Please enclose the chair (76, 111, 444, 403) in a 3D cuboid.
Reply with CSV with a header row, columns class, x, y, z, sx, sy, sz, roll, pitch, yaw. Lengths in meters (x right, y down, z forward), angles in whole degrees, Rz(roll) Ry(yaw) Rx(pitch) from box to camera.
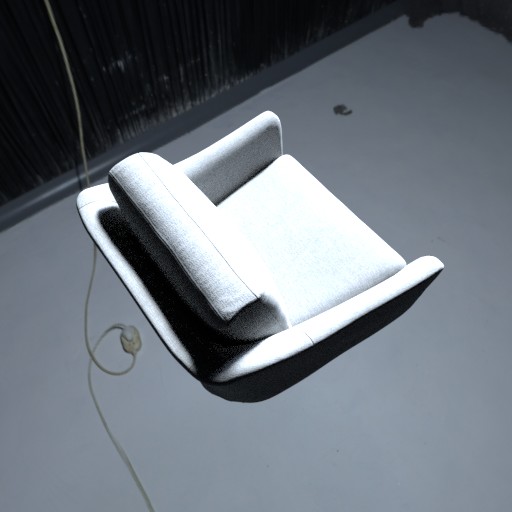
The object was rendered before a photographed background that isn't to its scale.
class,x,y,z,sx,sy,sz,roll,pitch,yaw
chair,0.000,0.000,1.699,0.961,0.902,0.986,-33,64,-18
